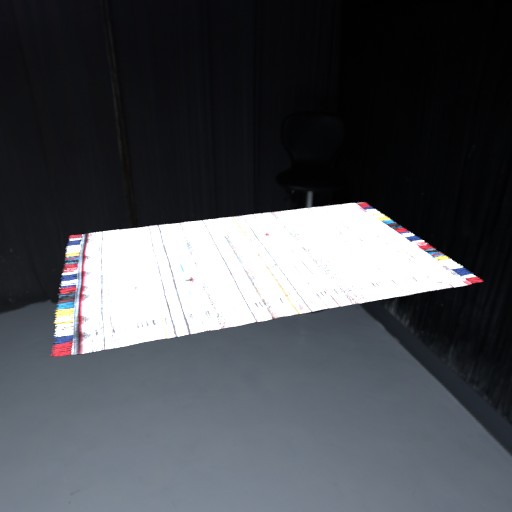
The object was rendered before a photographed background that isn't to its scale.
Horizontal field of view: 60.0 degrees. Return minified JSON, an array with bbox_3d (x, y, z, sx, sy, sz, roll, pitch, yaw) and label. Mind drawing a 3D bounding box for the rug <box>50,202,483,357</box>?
[{"bbox_3d":[0.000,0.000,2.975,2.465,0.012,1.465,-8,28,-15],"label":"rug"}]
